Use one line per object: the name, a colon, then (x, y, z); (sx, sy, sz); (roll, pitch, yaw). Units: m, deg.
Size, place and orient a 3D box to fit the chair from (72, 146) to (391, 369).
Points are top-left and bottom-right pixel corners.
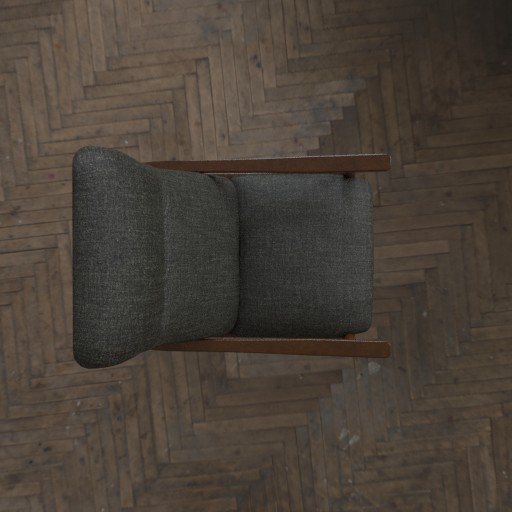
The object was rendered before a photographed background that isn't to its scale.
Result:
chair: (0.000, 0.000, 1.749); (1.014, 1.082, 0.762); (0, 90, 1)
